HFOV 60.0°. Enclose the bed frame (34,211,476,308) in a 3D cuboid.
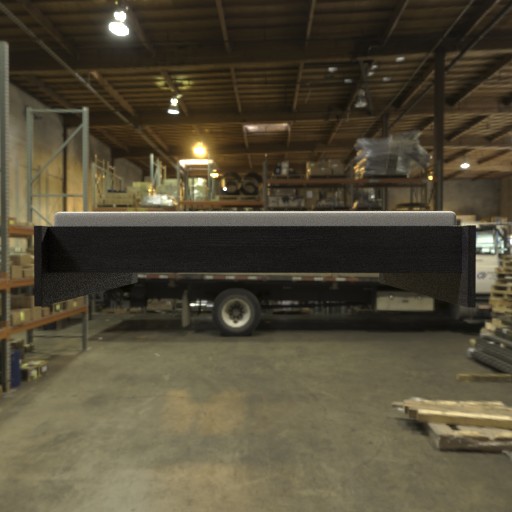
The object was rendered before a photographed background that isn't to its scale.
[{"bbox_3d":[0.000,0.000,2.699,1.950,0.432,1.490,0,1,1],"label":"bed frame"}]
